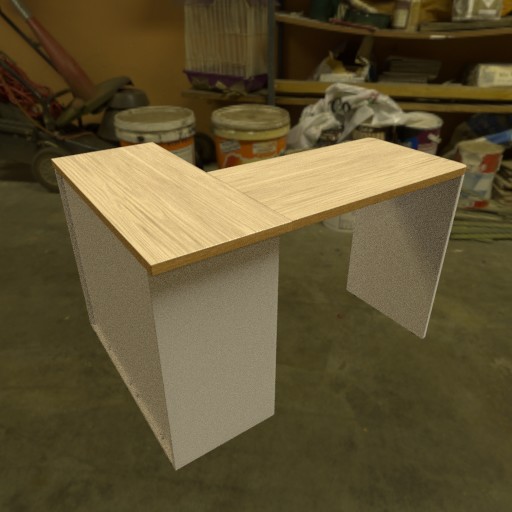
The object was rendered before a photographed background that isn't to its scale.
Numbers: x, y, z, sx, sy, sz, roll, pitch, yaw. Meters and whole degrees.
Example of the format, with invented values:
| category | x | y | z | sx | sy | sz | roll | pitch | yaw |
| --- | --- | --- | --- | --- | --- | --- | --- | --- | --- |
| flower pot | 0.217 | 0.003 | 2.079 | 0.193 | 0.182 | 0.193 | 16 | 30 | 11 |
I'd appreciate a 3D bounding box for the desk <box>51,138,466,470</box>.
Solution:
| category | x | y | z | sx | sy | sz | roll | pitch | yaw |
| --- | --- | --- | --- | --- | --- | --- | --- | --- | --- |
| desk | 0.000 | 0.000 | 1.748 | 1.170 | 0.760 | 0.900 | -19 | 35 | -29 |
